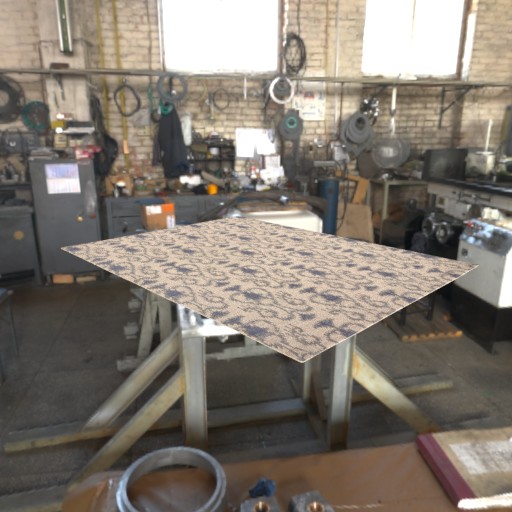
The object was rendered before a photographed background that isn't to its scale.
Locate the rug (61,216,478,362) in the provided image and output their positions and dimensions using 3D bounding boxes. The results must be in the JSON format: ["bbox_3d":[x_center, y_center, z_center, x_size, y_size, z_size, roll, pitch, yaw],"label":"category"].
[{"bbox_3d":[0.000,0.000,4.228,2.437,0.015,3.205,-15,22,-42],"label":"rug"}]
